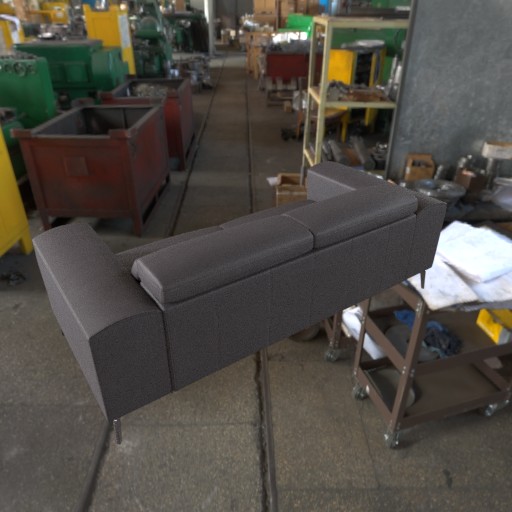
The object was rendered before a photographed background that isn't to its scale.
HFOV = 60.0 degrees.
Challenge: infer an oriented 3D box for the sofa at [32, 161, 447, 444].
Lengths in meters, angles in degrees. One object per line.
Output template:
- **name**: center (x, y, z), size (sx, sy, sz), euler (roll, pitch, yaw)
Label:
- **sofa**: center (0.000, 0.000, 2.765), size (2.330, 0.814, 1.048), euler (-19, 35, -30)
